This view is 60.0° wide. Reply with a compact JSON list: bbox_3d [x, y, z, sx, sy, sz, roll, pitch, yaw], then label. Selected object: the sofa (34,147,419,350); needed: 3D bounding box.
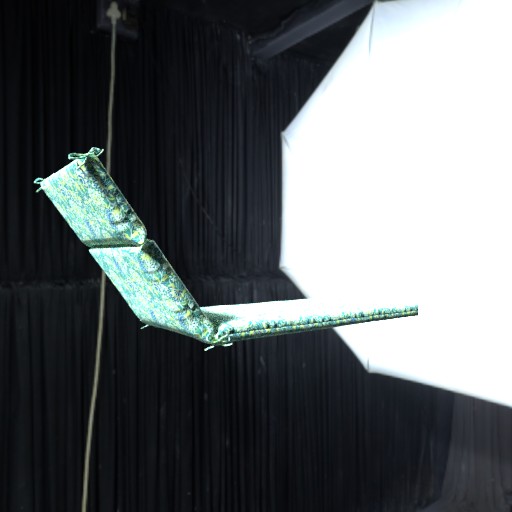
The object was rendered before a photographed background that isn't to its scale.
[{"bbox_3d":[0.000,0.000,1.918,1.663,0.622,0.582,0,0,-37],"label":"sofa"}]
